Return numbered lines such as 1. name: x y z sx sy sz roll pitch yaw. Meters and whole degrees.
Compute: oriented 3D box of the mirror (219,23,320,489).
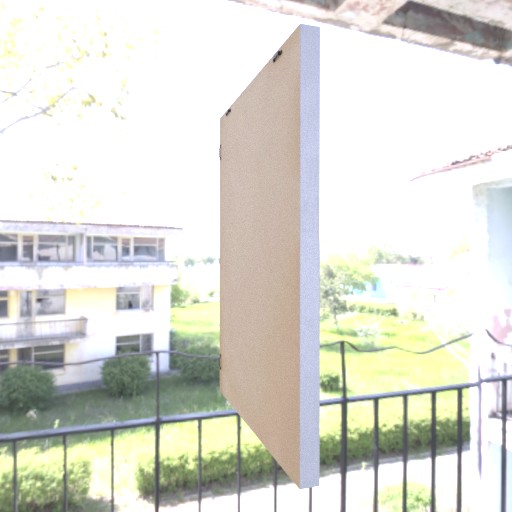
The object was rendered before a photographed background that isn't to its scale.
1. mirror: 0.000 0.000 0.919 0.039 0.710 0.507 0 1 -19
